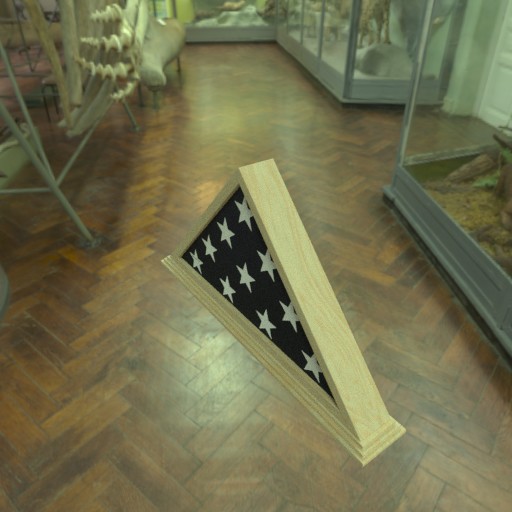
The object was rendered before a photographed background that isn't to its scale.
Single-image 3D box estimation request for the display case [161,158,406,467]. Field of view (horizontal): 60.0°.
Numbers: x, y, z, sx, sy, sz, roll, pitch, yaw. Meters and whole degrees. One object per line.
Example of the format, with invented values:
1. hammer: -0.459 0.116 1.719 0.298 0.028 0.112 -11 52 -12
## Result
1. display case: 0.000 0.000 0.773 0.095 0.340 0.640 -22 39 -30
